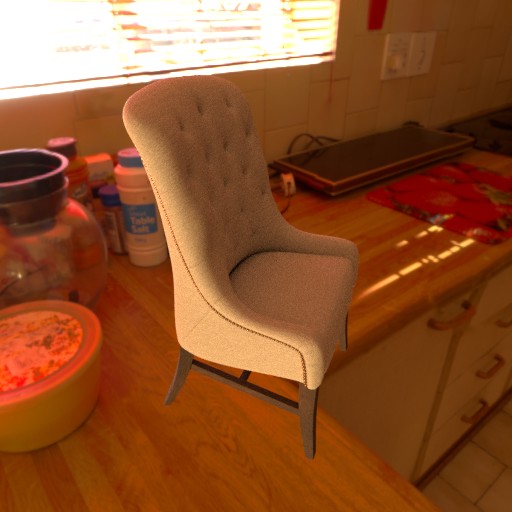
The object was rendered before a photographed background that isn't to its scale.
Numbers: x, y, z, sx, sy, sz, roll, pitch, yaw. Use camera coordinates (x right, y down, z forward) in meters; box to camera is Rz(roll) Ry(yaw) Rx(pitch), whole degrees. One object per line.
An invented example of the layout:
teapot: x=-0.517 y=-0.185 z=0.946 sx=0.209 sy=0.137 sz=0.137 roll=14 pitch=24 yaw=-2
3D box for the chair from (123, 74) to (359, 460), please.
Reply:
chair: x=0.000 y=0.000 z=1.489 sx=0.629 sy=1.091 sz=0.634 roll=11 pitch=32 yaw=18
